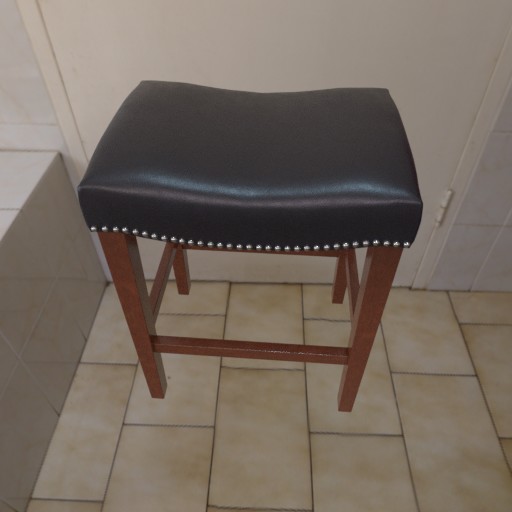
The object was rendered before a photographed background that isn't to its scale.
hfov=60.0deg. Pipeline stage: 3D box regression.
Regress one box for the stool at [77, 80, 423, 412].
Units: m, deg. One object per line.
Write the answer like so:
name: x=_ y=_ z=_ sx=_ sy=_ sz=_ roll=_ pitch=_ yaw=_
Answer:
stool: x=0.000 y=0.000 z=0.958 sx=0.504 sy=0.654 sz=0.372 roll=3 pitch=45 yaw=3
